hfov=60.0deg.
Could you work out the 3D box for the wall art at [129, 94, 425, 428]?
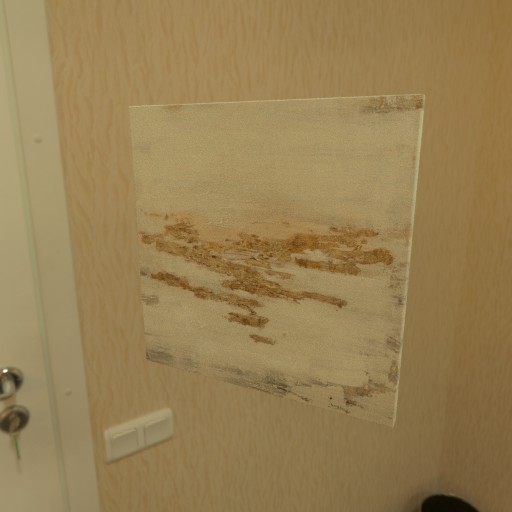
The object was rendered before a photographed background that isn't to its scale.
[{"bbox_3d":[0.000,0.000,1.145,0.753,0.755,0.038,7,16,26],"label":"wall art"}]
